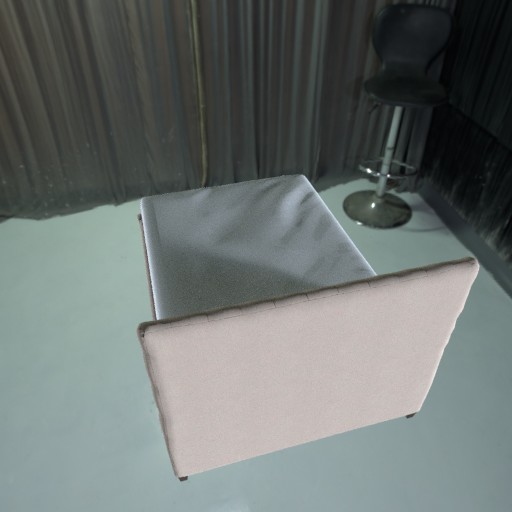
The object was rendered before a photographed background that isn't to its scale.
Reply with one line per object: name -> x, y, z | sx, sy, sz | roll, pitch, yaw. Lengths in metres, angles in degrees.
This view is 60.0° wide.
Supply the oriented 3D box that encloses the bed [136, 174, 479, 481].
bed -> 0.000, 0.000, 3.333 | 1.698, 1.427, 2.387 | -10, 42, -12
